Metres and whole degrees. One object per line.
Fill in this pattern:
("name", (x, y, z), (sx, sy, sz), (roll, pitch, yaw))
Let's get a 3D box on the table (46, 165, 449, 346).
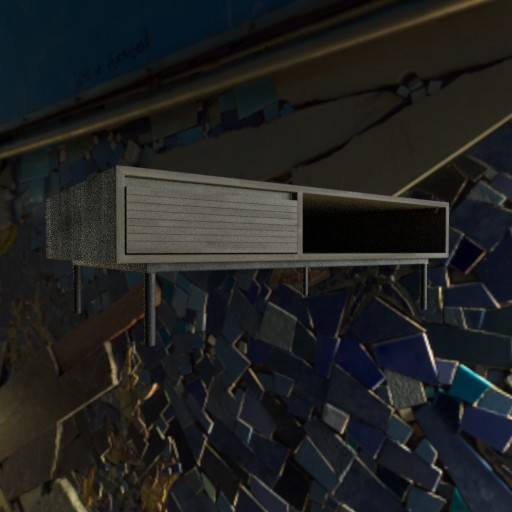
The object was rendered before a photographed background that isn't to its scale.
("table", (0.000, 0.000, 1.386), (1.088, 0.347, 0.643), (-1, 1, -36))
